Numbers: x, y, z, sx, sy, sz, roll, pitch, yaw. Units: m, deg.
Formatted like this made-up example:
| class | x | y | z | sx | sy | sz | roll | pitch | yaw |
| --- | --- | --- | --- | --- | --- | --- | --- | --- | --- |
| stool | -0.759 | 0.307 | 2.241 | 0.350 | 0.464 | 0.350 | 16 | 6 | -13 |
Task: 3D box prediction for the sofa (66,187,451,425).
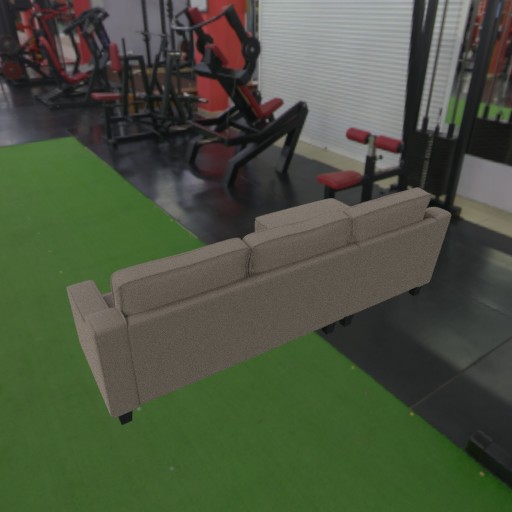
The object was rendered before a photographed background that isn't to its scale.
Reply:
| class | x | y | z | sx | sy | sz | roll | pitch | yaw |
| --- | --- | --- | --- | --- | --- | --- | --- | --- | --- |
| sofa | 0.000 | 0.000 | 3.231 | 2.561 | 0.928 | 1.294 | -17 | 34 | -27 |
